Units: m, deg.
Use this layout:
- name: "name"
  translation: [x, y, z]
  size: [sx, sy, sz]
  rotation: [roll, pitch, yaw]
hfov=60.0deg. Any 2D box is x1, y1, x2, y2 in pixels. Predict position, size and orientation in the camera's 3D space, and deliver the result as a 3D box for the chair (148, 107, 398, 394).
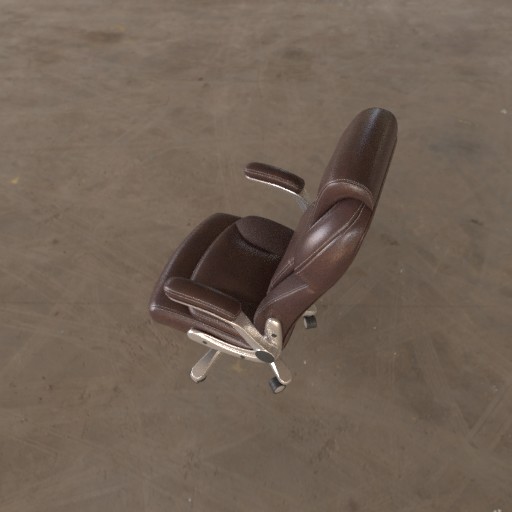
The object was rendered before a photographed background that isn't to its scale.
- name: "chair"
  translation: [0.000, 0.000, 1.663]
  size: [0.774, 1.160, 0.733]
  rotation: [16, 49, 14]
